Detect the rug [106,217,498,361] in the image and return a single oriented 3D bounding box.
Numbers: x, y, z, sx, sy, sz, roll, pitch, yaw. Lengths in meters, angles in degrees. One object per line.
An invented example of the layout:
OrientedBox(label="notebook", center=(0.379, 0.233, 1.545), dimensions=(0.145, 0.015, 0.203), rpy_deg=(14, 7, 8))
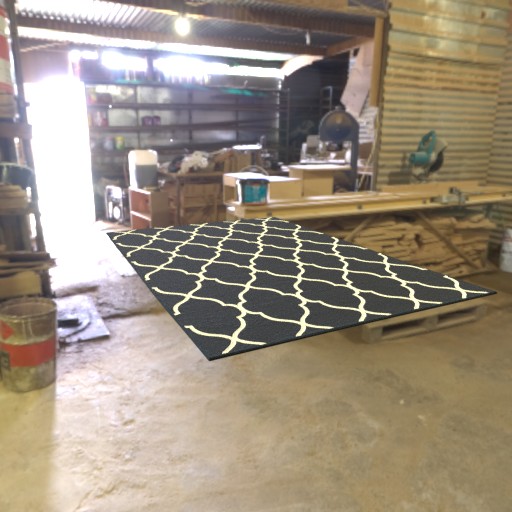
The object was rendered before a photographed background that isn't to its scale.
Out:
OrientedBox(label="rug", center=(0.000, 0.000, 2.846), dimensions=(1.528, 0.014, 2.294), rpy_deg=(-8, 17, -26))
